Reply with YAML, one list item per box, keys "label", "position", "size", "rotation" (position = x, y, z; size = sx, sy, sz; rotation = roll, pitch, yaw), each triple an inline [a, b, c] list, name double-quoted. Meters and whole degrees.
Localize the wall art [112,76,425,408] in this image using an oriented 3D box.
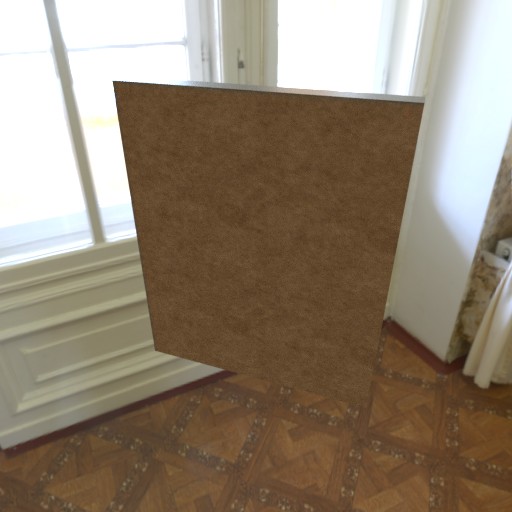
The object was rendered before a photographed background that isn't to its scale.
- label: "wall art"
  position: [0.000, 0.000, 0.768]
  size: [0.453, 0.554, 0.037]
  rotation: [11, 33, 17]
